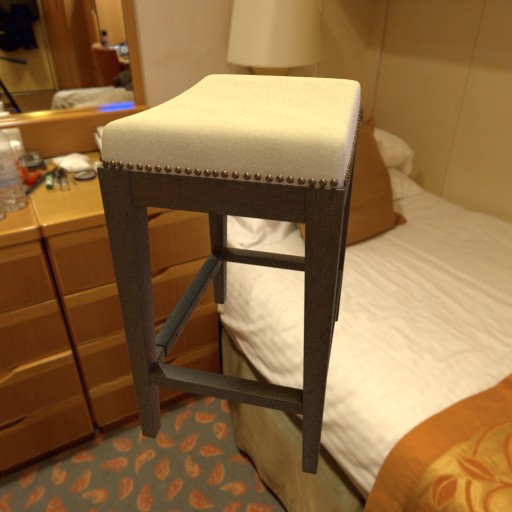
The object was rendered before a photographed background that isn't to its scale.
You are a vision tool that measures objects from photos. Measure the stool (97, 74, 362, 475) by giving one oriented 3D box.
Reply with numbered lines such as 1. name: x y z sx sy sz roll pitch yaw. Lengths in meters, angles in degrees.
1. stool: 0.000 0.000 0.927 0.361 0.642 0.500 7 32 12
